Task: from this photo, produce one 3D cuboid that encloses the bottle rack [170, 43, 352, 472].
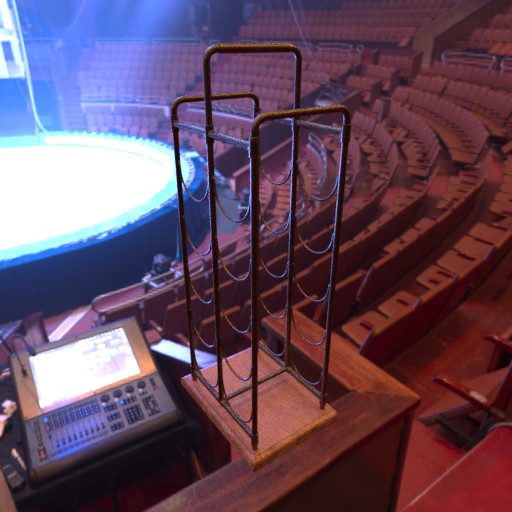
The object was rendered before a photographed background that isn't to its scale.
[{"bbox_3d":[0.000,0.000,0.786,0.208,0.680,0.276,-17,31,-32],"label":"bottle rack"}]
